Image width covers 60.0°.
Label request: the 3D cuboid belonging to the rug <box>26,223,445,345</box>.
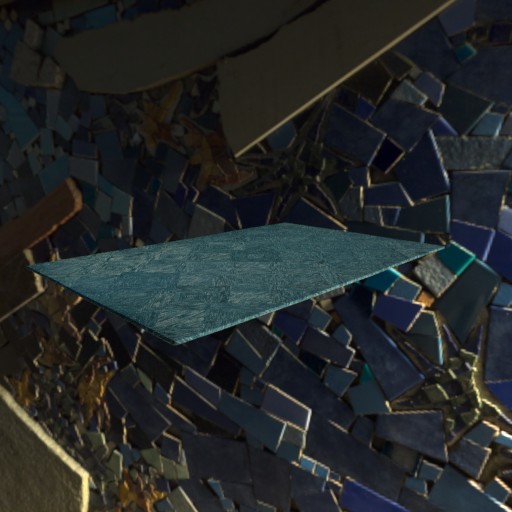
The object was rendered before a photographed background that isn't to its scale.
[{"bbox_3d":[0.000,0.000,2.147,1.728,0.017,1.136,-13,19,-43],"label":"rug"}]
